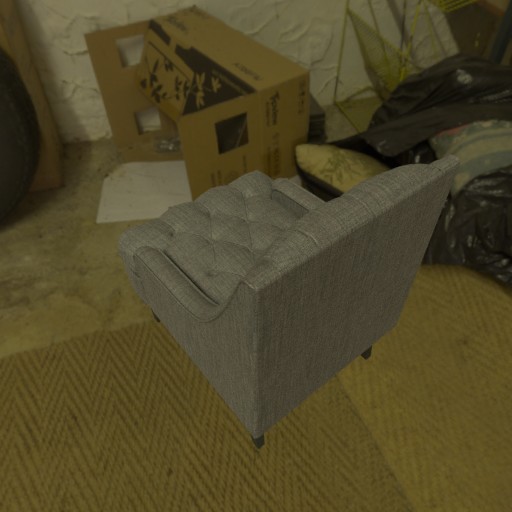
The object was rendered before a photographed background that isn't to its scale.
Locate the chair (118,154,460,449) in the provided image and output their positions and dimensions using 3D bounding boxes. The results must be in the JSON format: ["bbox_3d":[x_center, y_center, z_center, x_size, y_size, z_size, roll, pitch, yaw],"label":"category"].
[{"bbox_3d":[0.000,0.000,1.423,0.655,0.891,0.771,-30,53,-26],"label":"chair"}]
